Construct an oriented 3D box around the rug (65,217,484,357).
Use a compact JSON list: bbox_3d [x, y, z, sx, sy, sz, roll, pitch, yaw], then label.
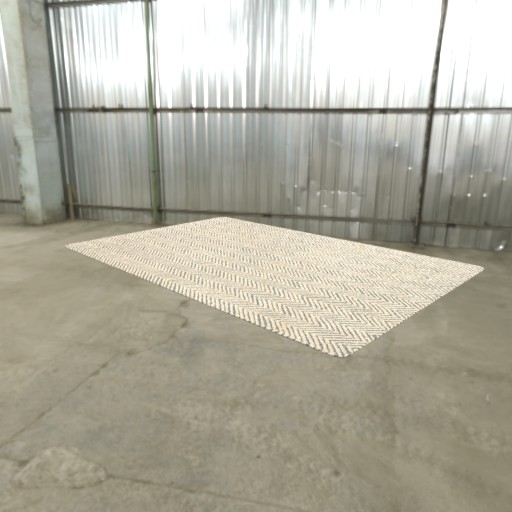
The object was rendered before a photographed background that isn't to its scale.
[{"bbox_3d":[0.000,0.000,2.165,1.752,0.008,1.144,15,21,42],"label":"rug"}]
